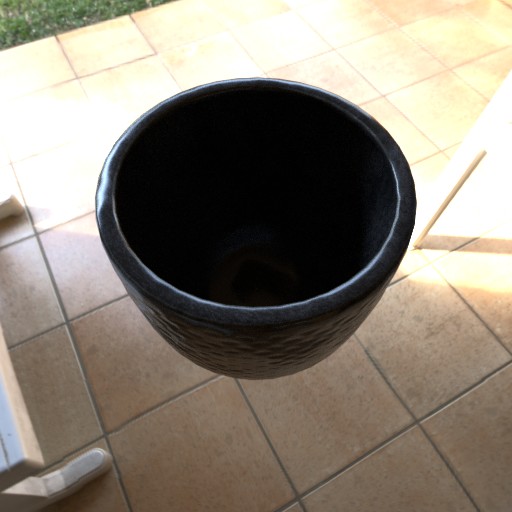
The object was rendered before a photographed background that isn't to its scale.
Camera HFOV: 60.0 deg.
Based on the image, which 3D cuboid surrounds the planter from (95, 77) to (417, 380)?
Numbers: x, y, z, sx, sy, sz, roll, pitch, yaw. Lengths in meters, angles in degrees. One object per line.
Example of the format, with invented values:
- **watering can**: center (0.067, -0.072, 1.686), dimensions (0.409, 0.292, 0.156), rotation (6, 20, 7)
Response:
- **planter**: center (0.000, 0.000, 0.304), dimensions (0.172, 0.160, 0.172), rotation (0, 59, 0)
